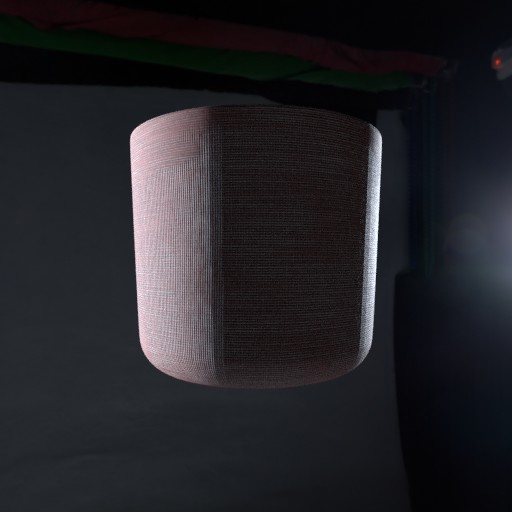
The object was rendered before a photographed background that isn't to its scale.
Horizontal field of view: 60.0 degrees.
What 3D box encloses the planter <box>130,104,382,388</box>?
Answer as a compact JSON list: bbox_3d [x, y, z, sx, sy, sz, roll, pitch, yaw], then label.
[{"bbox_3d":[0.000,0.000,0.804,0.440,0.398,0.440,0,-1,0],"label":"planter"}]
